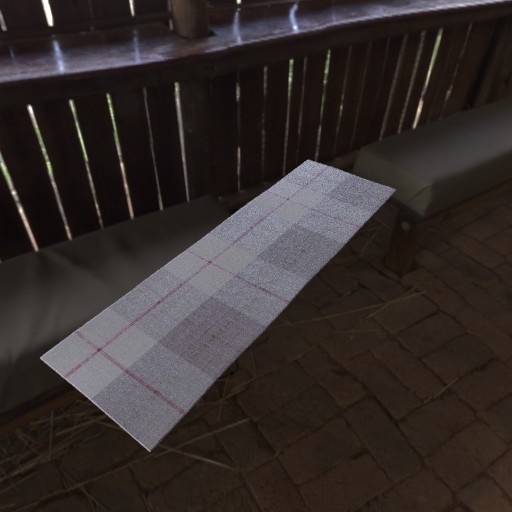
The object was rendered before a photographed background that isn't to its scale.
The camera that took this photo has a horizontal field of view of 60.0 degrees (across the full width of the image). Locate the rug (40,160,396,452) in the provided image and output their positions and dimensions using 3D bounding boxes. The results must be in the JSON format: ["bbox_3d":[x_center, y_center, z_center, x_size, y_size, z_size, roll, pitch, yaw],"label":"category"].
[{"bbox_3d":[0.000,0.000,2.692,0.762,0.013,2.439,26,47,27],"label":"rug"}]
